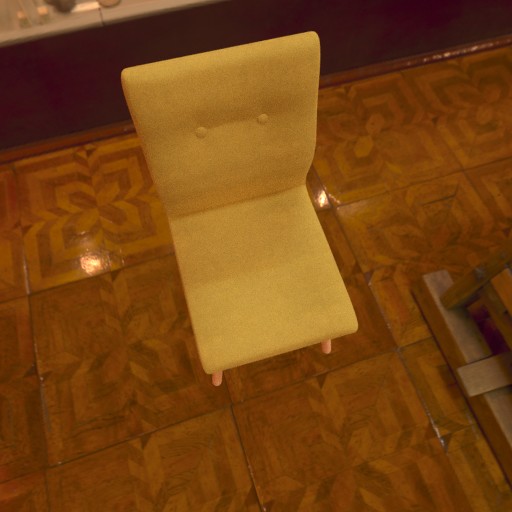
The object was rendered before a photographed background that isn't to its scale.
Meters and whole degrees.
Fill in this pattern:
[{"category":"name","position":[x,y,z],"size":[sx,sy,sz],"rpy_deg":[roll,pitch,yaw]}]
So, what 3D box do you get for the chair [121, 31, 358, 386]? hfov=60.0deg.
[{"category":"chair","position":[0.000,0.000,1.271],"size":[0.450,0.965,0.550],"rpy_deg":[-15,65,-7]}]
